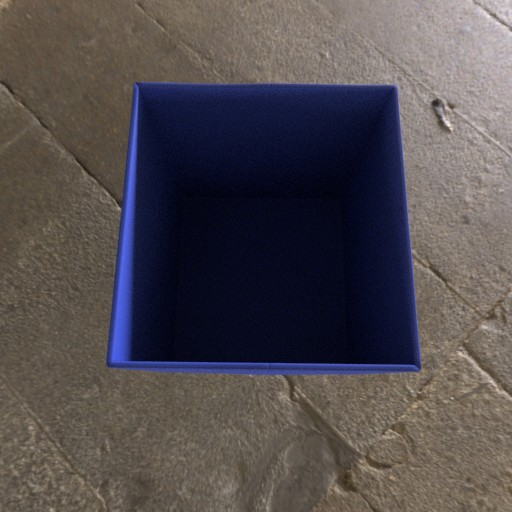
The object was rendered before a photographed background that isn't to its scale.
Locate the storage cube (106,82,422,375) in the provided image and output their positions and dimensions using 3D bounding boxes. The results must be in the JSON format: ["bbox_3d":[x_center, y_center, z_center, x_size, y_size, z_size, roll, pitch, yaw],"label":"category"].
[{"bbox_3d":[0.000,0.000,0.521,0.270,0.280,0.270,1,75,0],"label":"storage cube"}]
